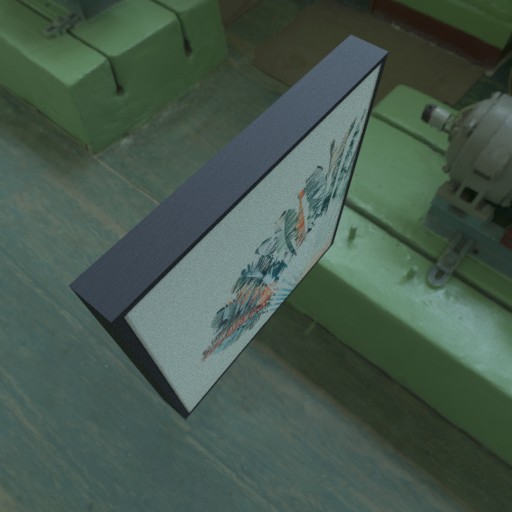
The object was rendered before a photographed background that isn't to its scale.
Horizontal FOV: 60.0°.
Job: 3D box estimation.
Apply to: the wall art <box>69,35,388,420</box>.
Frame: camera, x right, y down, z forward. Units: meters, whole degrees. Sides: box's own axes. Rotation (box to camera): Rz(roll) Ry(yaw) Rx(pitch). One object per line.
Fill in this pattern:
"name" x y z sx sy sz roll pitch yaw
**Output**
"wall art" 0.000 0.000 0.440 0.036 0.300 0.302 35 66 18
